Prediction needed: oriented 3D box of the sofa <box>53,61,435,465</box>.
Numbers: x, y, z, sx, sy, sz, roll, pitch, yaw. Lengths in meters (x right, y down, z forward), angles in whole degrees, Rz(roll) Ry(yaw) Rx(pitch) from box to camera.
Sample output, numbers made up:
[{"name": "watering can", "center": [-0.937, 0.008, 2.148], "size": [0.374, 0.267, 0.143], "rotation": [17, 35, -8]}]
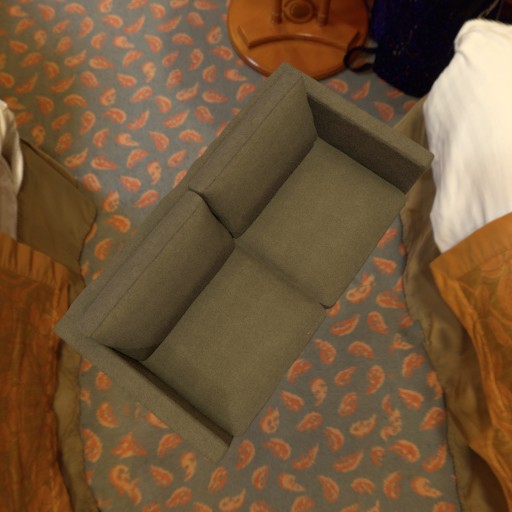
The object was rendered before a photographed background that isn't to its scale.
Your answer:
[{"name": "sofa", "center": [0.000, 0.000, 2.357], "size": [0.974, 0.854, 1.802], "rotation": [36, 77, 9]}]
